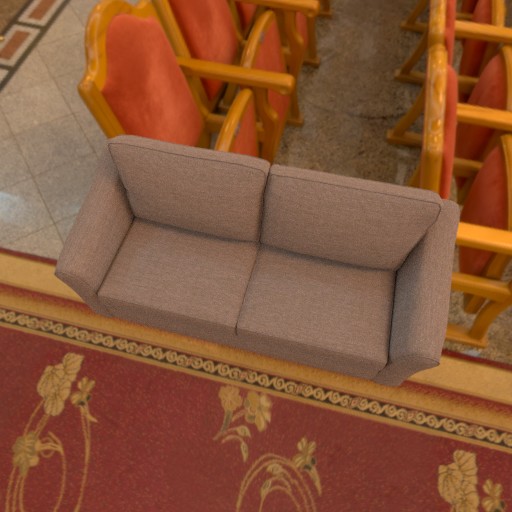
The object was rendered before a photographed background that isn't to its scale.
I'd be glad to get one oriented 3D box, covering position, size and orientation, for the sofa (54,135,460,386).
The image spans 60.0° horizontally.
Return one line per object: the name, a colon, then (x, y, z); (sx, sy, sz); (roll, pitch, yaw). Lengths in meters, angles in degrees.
sofa: (0.000, 0.000, 2.758); (2.270, 0.965, 0.980); (12, 59, 7)
